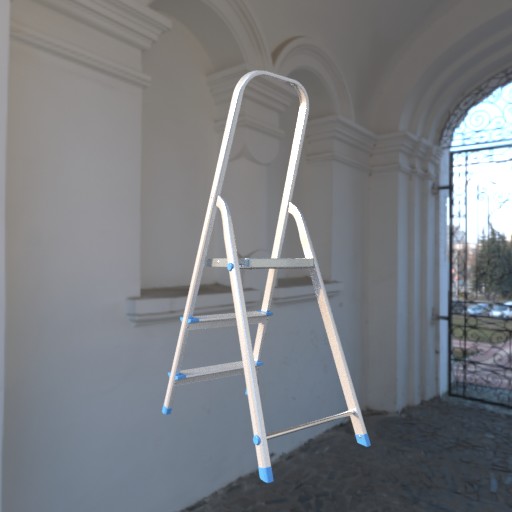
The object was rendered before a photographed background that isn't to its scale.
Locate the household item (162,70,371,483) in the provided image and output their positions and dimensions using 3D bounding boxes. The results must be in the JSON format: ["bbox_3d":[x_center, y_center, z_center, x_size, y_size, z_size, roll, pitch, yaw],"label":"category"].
[{"bbox_3d":[0.000,0.000,1.580,0.420,1.215,0.687,0,-1,-36],"label":"household item"}]
